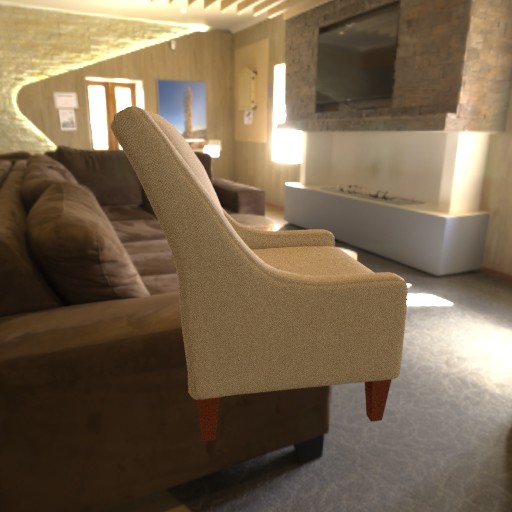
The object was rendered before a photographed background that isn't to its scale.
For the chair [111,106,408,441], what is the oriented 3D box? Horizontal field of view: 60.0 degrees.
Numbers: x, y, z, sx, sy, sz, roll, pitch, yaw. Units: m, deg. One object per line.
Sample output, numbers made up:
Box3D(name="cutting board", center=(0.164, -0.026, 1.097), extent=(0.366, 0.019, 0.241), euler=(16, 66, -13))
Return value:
Box3D(name="chair", center=(0.000, 0.000, 1.649), extent=(0.870, 1.014, 0.774), euler=(-3, 16, -10))
